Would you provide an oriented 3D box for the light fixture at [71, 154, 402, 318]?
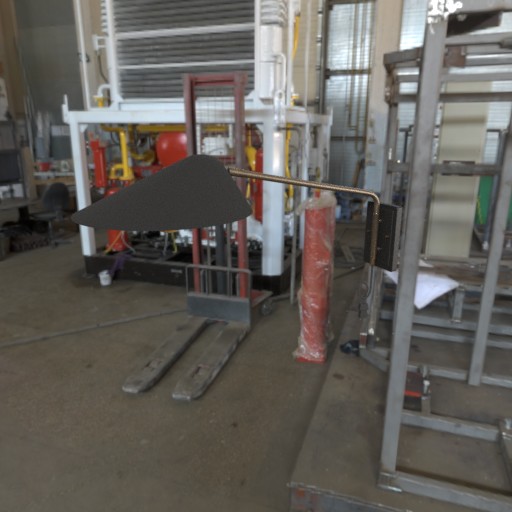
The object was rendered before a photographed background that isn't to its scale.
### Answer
[{"bbox_3d":[0.000,0.000,0.687,0.516,0.312,0.240,-8,18,-25],"label":"light fixture"}]
